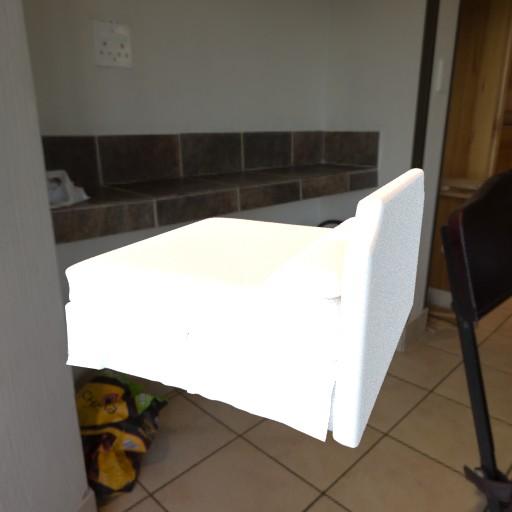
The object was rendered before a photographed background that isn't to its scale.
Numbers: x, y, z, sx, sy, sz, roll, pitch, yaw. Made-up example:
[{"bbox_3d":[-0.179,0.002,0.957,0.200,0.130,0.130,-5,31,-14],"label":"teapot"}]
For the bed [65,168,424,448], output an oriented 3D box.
[{"bbox_3d":[0.000,0.000,3.484,2.204,1.301,2.160,8,18,25],"label":"bed"}]
